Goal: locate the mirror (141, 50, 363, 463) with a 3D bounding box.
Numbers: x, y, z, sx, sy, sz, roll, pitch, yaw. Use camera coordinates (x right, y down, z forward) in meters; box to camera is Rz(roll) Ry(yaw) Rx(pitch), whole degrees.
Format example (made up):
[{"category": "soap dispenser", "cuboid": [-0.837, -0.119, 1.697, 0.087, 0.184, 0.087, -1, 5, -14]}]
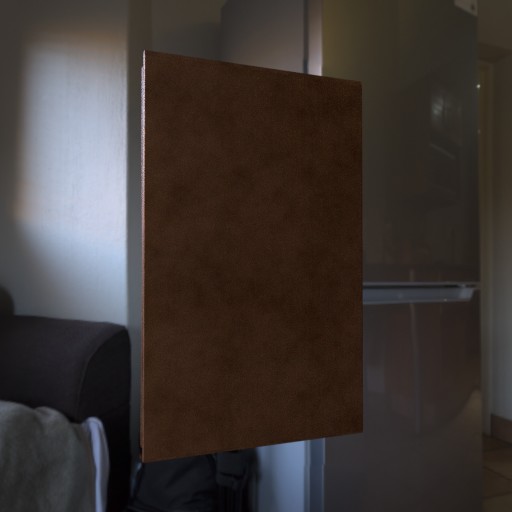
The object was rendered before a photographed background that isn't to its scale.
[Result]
[{"category": "mirror", "cuboid": [0.000, 0.000, 0.934, 0.468, 0.768, 0.082, 0, -1, -18]}]
